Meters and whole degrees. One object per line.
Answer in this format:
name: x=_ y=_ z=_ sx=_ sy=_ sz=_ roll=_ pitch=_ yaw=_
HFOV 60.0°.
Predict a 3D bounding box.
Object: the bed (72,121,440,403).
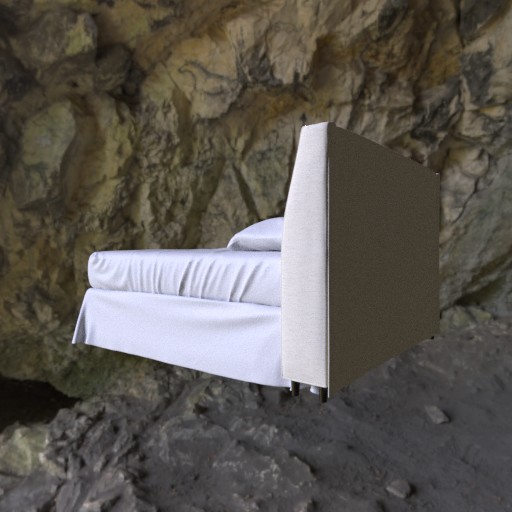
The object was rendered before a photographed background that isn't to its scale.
bed: x=0.000 y=0.000 z=3.455 sx=2.276 sy=1.332 sz=1.925 roll=1 pitch=1 yaw=37
